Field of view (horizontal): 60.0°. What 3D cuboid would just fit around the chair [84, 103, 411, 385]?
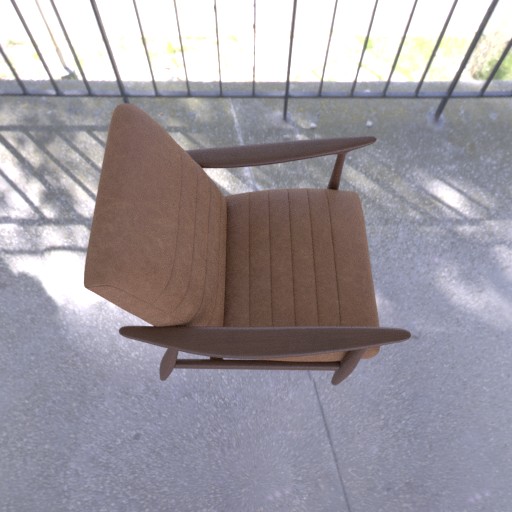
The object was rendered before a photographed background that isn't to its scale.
[{"bbox_3d":[0.000,0.000,1.463,0.798,0.832,0.741,-1,63,0],"label":"chair"}]
